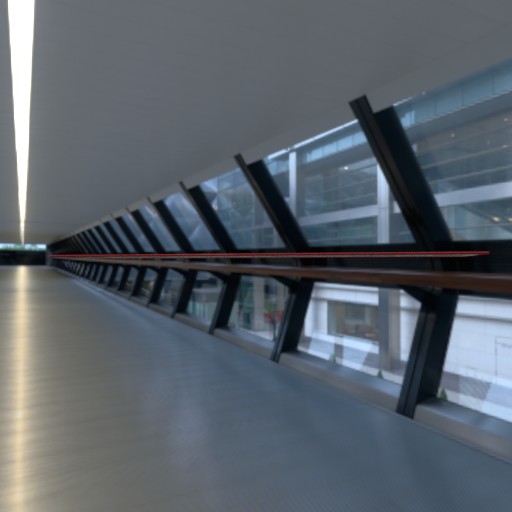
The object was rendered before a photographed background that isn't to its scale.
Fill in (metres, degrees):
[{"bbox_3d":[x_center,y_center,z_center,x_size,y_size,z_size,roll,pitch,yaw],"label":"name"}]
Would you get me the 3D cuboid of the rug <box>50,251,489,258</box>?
[{"bbox_3d":[0.000,0.000,2.549,2.292,0.015,0.659,0,-1,17],"label":"rug"}]
